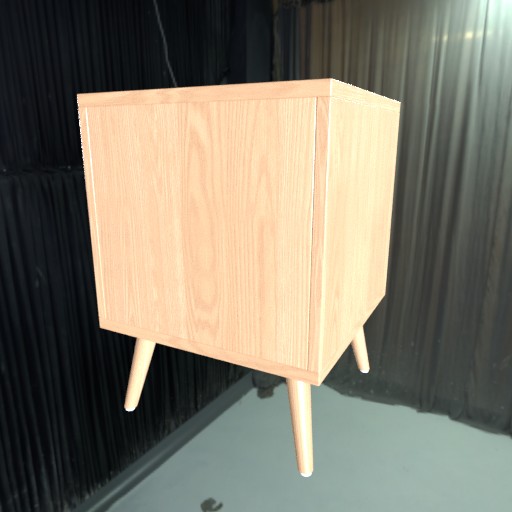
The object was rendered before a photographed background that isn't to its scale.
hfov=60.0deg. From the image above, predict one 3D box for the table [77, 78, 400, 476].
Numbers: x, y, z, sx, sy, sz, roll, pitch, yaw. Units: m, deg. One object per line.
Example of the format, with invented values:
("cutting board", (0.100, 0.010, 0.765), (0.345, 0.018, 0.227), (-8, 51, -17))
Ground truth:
("table", (0.000, 0.000, 0.819), (0.400, 0.550, 0.400), (8, 17, 27))
